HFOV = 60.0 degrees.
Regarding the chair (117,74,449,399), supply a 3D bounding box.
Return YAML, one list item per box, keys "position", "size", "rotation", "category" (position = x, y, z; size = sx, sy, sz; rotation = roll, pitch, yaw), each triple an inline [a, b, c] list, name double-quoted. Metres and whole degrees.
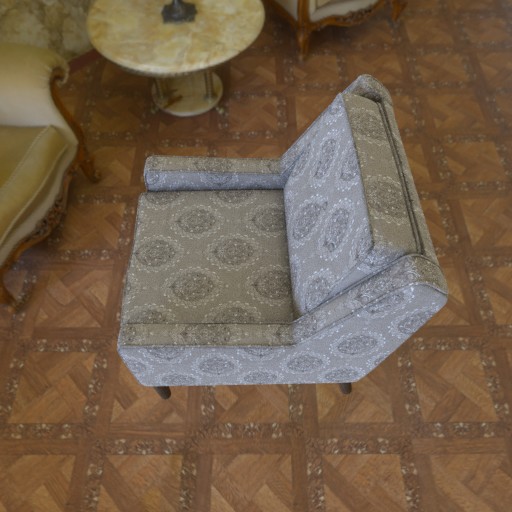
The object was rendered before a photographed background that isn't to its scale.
- position: [0.000, 0.000, 1.315]
  size: [0.750, 0.797, 0.665]
  rotation: [-1, 57, -1]
  category: "chair"
